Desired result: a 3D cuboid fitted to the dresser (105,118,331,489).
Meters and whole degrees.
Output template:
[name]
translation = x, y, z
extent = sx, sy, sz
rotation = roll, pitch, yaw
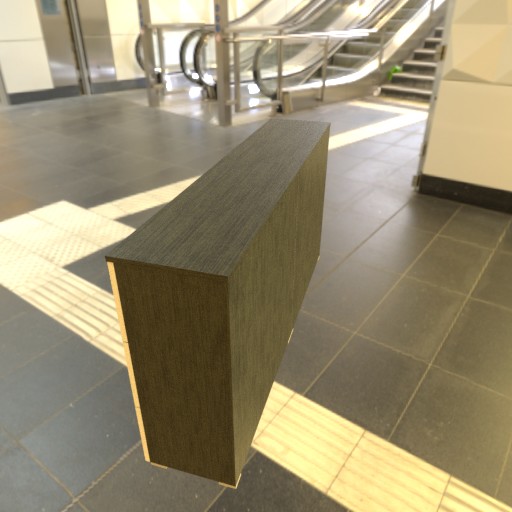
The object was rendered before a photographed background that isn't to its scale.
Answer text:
[dresser]
translation = 0.000, 0.000, 1.866
extent = 0.333, 0.790, 1.535
rotation = 9, 31, 15
